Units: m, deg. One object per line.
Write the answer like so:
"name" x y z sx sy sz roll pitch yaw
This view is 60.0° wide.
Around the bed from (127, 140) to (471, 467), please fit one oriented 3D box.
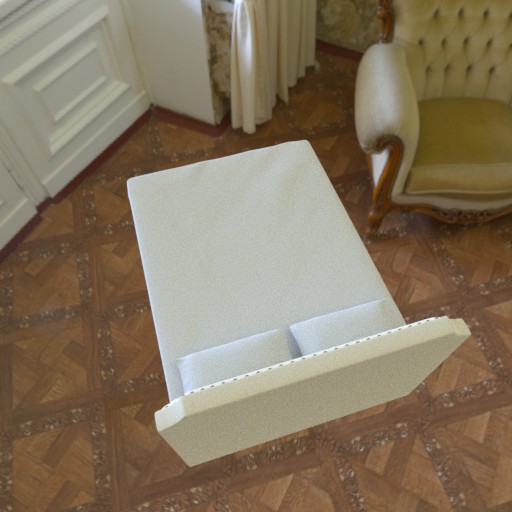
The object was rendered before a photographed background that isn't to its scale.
"bed" 0.000 0.000 3.305 1.703 1.415 2.329 -15 58 -9
